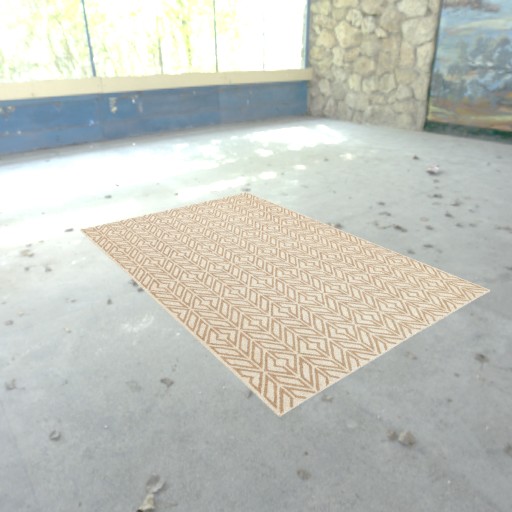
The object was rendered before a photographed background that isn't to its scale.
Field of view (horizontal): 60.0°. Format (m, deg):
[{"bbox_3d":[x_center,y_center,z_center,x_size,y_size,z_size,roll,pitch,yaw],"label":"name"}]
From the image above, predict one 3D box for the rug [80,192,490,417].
[{"bbox_3d":[0.000,0.000,2.286,1.220,0.007,1.828,-18,31,-33],"label":"rug"}]
